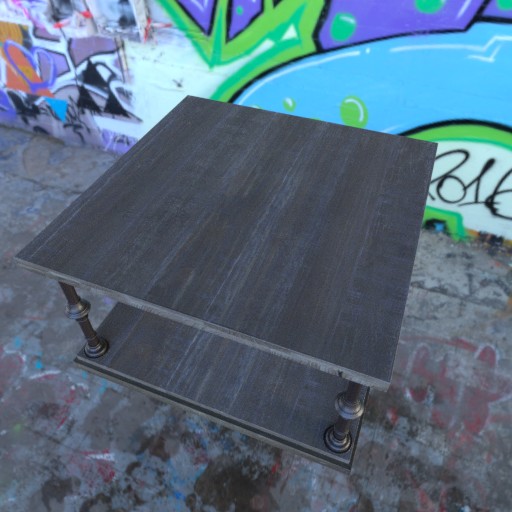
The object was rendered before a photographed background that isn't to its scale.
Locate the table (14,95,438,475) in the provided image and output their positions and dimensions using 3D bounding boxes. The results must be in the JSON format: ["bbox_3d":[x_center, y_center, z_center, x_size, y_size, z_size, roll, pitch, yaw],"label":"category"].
[{"bbox_3d":[0.000,0.000,1.105,0.696,0.400,0.696,16,48,15],"label":"table"}]
